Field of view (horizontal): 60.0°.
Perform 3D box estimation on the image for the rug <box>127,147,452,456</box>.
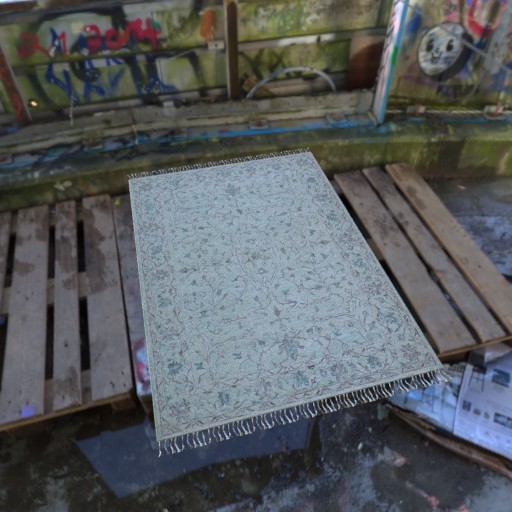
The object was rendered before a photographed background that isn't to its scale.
[{"bbox_3d":[0.000,0.000,2.345,1.247,0.008,1.802,-11,48,-10],"label":"rug"}]
